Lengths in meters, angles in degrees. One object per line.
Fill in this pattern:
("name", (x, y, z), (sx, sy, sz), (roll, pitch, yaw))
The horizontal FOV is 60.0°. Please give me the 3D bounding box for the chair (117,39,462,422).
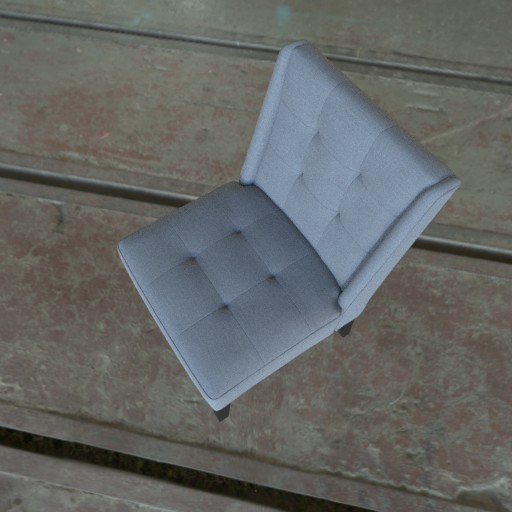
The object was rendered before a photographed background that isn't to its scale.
("chair", (0.000, 0.000, 1.298), (0.676, 0.853, 0.569), (-31, 66, -15))
